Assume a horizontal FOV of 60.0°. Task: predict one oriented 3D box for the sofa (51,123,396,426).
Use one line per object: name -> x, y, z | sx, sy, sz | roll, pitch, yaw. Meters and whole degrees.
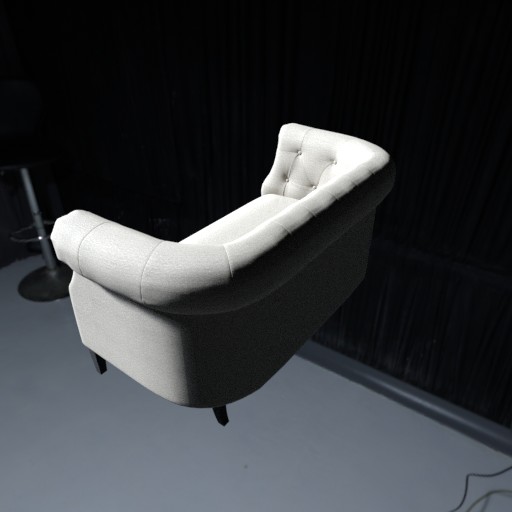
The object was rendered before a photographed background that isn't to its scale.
sofa -> 0.000, 0.000, 2.047 | 0.835, 0.827, 1.558 | 22, 38, 31
